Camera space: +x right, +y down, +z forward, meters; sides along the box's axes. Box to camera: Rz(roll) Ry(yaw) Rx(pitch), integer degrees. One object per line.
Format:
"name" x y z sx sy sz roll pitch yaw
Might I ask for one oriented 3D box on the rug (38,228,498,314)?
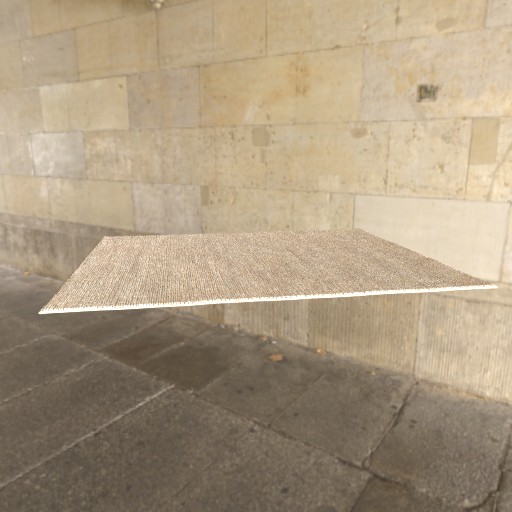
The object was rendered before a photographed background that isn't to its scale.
"rug" 0.000 0.000 4.043 3.052 0.030 2.429 -2 13 -10
